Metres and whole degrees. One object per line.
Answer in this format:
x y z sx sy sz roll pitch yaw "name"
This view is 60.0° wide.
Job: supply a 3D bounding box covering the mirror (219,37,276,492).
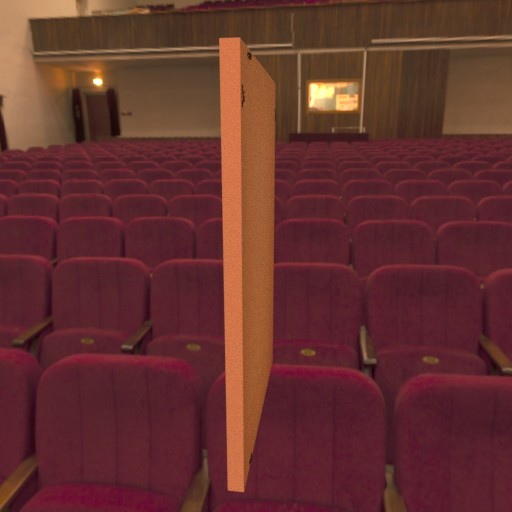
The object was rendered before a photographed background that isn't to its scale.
0.000 0.000 1.153 0.041 0.915 0.609 2 15 8 "mirror"
